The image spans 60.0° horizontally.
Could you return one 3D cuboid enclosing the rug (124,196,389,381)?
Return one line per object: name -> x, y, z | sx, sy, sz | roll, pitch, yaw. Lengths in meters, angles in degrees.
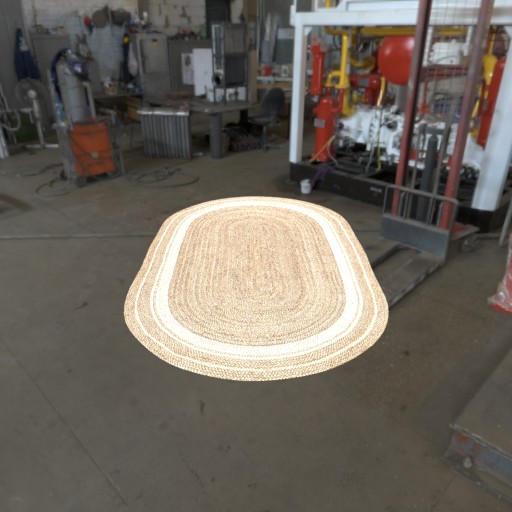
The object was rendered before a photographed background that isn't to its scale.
rug -> 0.000, 0.000, 3.047 | 1.520, 0.006, 2.432 | 0, 27, 0
